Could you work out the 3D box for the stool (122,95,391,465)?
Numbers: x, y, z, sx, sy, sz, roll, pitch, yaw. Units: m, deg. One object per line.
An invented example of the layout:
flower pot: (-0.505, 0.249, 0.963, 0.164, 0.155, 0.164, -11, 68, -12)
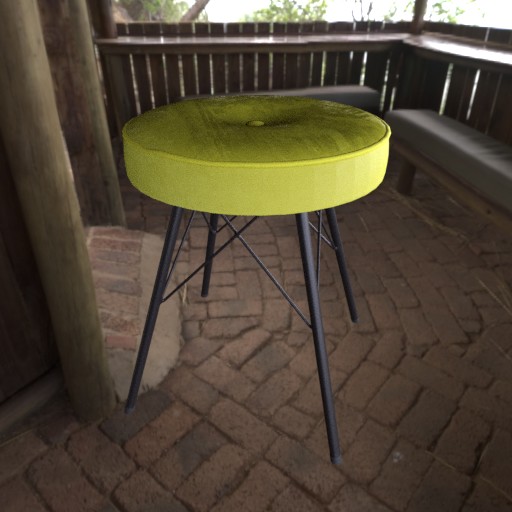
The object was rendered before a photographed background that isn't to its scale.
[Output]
stool: (0.000, 0.000, 0.810, 0.409, 0.508, 0.409, 8, 31, 13)
